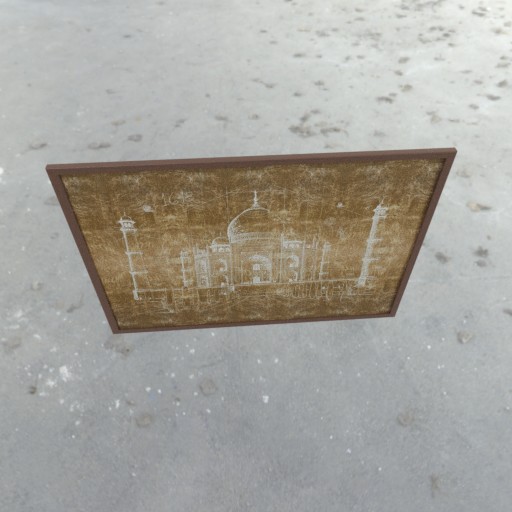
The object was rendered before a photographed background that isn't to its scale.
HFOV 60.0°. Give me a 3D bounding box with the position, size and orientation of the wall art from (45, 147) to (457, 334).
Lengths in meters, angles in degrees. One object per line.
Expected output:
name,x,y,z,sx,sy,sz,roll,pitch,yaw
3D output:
wall art,0.000,0.000,0.875,0.660,0.455,0.014,-3,46,-3
